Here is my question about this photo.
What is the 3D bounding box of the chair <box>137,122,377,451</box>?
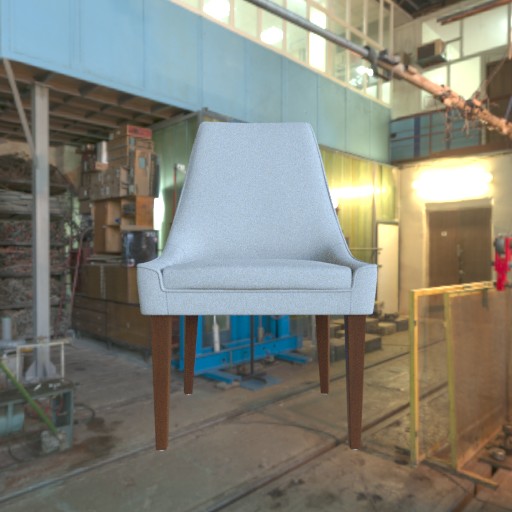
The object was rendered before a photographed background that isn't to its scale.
[{"bbox_3d":[0.000,0.000,1.218,0.529,0.861,0.544,0,1,-1],"label":"chair"}]
